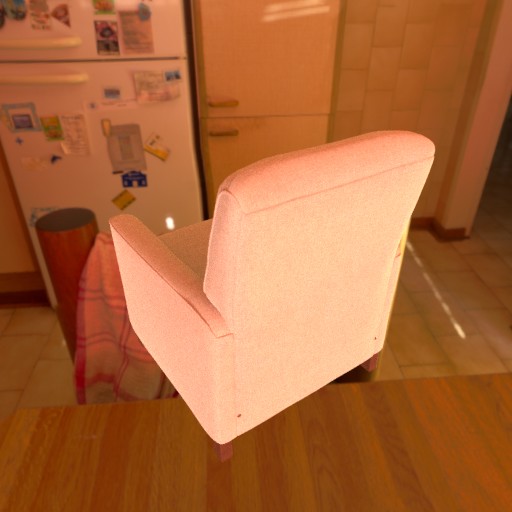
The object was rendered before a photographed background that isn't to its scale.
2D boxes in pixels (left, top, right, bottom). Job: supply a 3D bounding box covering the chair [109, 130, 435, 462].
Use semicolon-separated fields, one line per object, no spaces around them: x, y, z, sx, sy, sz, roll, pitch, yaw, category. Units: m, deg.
0.000;0.000;1.634;0.845;1.023;0.859;-21;38;-29;chair
